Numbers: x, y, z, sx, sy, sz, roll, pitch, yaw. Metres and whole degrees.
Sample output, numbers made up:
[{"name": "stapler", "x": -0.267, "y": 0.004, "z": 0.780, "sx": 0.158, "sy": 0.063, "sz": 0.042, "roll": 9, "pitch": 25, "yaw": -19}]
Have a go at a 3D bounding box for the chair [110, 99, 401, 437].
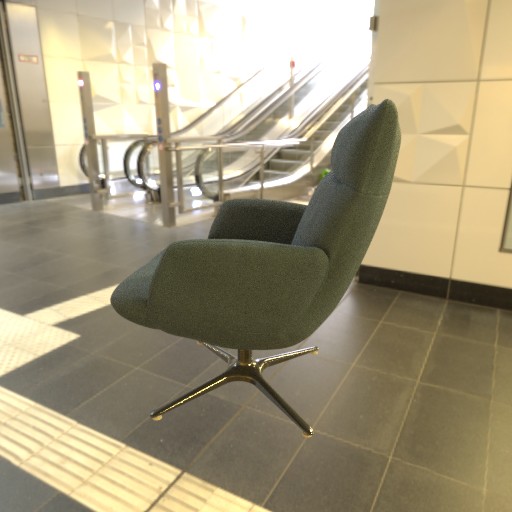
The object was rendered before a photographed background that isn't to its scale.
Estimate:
[{"name": "chair", "x": 0.000, "y": 0.000, "z": 1.551, "sx": 0.889, "sy": 1.016, "sz": 0.711, "roll": 3, "pitch": 18, "yaw": 9}]
